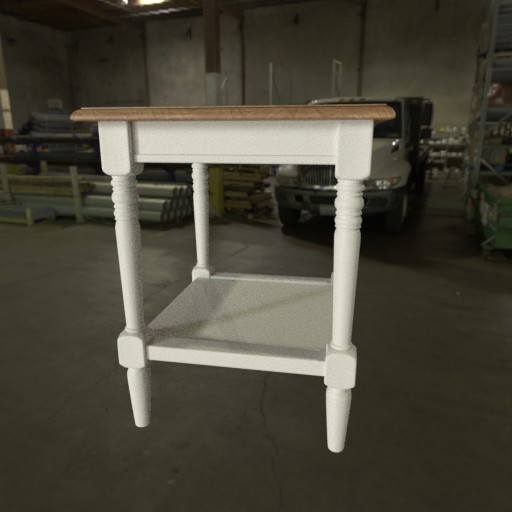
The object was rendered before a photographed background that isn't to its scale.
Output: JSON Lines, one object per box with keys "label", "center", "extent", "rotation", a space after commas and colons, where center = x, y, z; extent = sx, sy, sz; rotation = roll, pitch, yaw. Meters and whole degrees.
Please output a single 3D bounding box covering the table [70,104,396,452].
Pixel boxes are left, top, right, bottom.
{"label": "table", "center": [0.000, 0.000, 0.917], "extent": [0.457, 0.561, 0.508], "rotation": [3, 15, 10]}
